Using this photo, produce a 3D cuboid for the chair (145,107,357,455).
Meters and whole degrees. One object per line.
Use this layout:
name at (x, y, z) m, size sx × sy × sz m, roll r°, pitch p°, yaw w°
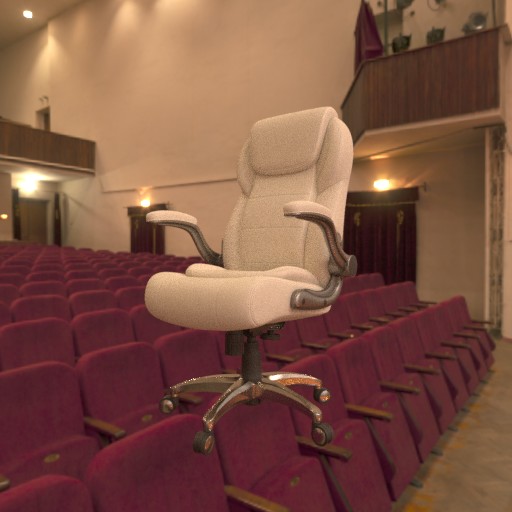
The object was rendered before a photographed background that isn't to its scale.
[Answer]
chair at (0.000, 0.000, 1.817) m, size 0.755 × 1.330 × 0.806 m, roll 1°, pitch 1°, yaw 36°
